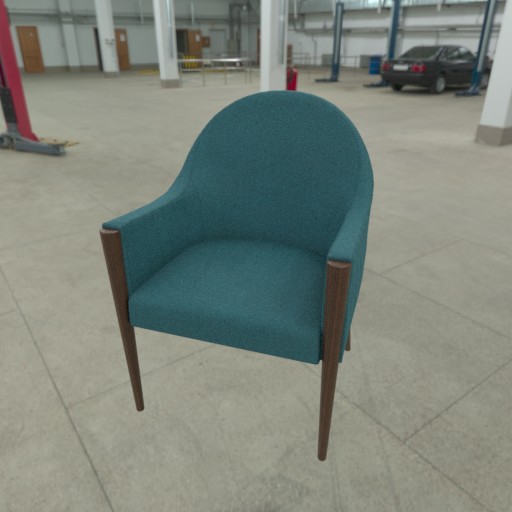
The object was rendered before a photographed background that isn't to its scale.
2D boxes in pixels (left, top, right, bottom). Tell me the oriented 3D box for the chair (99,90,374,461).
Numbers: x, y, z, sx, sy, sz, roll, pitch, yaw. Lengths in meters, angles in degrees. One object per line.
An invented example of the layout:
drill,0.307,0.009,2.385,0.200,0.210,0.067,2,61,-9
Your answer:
chair,0.000,0.000,1.368,0.656,0.907,0.652,8,27,17
